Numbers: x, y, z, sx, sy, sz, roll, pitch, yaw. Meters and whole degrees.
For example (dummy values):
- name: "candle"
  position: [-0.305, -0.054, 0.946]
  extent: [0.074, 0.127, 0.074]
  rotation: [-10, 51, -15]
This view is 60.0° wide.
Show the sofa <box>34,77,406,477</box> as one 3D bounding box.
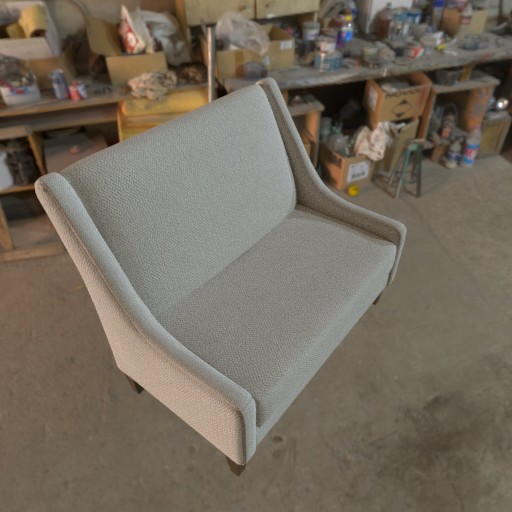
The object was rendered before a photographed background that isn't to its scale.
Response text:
- name: "sofa"
  position: [0.000, 0.000, 1.874]
  extent: [0.870, 1.022, 1.242]
  rotation: [27, 47, 28]
